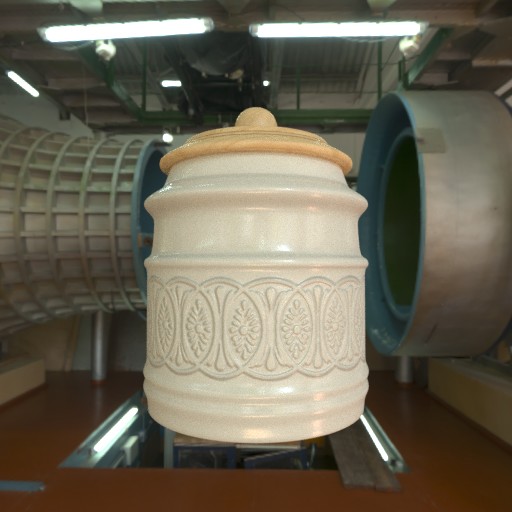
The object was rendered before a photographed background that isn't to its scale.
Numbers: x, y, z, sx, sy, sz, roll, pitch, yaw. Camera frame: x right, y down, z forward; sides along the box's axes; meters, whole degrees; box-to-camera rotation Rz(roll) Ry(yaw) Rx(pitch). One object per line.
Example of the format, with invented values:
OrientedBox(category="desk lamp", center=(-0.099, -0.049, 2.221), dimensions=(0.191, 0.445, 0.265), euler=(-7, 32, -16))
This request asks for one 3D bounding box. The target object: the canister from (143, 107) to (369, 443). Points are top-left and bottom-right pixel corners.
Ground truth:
OrientedBox(category="canister", center=(0.000, 0.000, 0.264), dimensions=(0.130, 0.176, 0.130), euler=(0, -1, 0))
